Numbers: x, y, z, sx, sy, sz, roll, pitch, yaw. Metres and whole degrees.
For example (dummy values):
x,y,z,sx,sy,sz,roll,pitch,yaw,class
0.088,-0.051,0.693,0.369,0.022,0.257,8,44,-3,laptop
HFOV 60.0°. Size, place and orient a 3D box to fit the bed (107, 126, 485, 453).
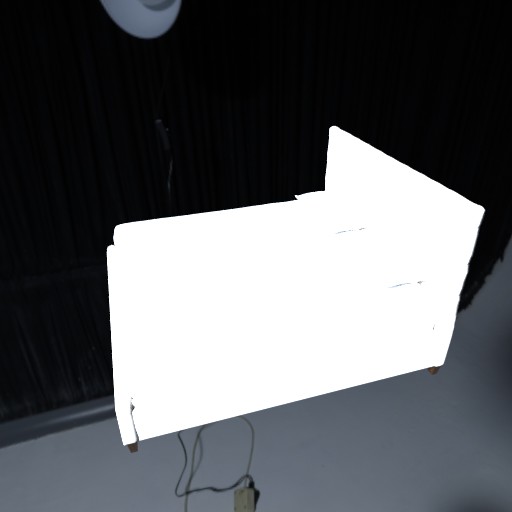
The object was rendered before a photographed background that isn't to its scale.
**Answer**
x,y,z,sx,sy,sz,roll,pitch,yaw,class
0.000,0.000,3.617,2.387,1.427,2.078,-9,32,-15,bed
